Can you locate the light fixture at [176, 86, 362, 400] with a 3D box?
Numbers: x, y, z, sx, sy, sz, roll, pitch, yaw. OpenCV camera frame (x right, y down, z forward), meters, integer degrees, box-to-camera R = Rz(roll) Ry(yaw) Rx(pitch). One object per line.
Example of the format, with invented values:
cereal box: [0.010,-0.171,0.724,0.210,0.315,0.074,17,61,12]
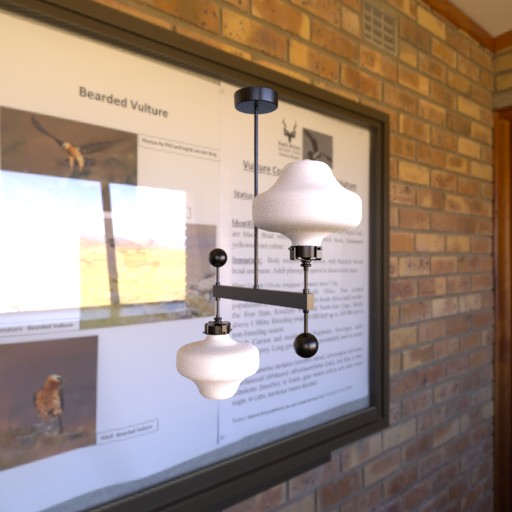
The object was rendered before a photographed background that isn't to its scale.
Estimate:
light fixture: [0.000,0.000,1.019,0.489,0.743,0.422,0,0,17]
